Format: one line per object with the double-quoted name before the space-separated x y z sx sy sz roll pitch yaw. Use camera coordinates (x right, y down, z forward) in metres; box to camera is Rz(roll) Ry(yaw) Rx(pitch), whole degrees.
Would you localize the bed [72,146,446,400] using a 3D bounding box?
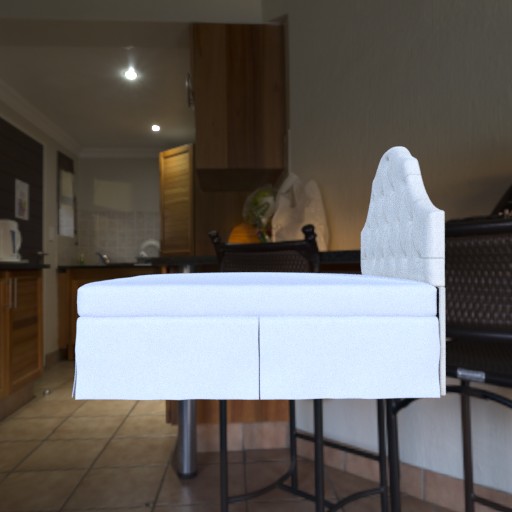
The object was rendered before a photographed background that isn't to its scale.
"bed" 0.000 0.000 3.220 2.092 1.575 1.627 0 -1 -1
